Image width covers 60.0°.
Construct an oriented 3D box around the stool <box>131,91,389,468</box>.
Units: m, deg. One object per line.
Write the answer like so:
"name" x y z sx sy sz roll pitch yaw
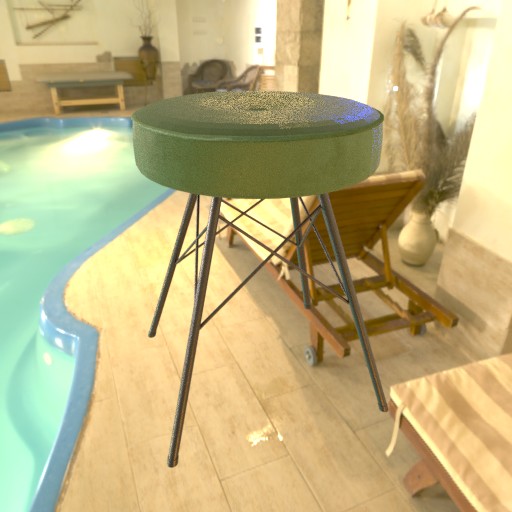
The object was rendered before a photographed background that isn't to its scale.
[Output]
"stool" 0.000 0.000 0.893 0.457 0.595 0.430 -8 28 -15
